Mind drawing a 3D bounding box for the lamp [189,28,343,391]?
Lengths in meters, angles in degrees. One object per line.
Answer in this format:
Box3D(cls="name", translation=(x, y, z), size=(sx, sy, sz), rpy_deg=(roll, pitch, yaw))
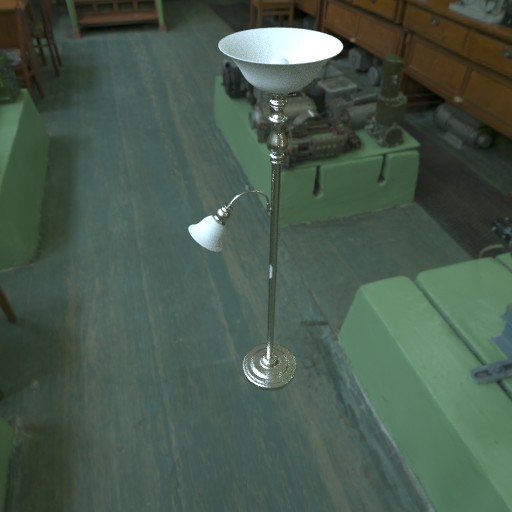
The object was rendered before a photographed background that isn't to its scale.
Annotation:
Box3D(cls="lamp", translation=(0.000, 0.000, 2.012), size=(0.575, 1.785, 0.405), rpy_deg=(-12, 42, -14))
